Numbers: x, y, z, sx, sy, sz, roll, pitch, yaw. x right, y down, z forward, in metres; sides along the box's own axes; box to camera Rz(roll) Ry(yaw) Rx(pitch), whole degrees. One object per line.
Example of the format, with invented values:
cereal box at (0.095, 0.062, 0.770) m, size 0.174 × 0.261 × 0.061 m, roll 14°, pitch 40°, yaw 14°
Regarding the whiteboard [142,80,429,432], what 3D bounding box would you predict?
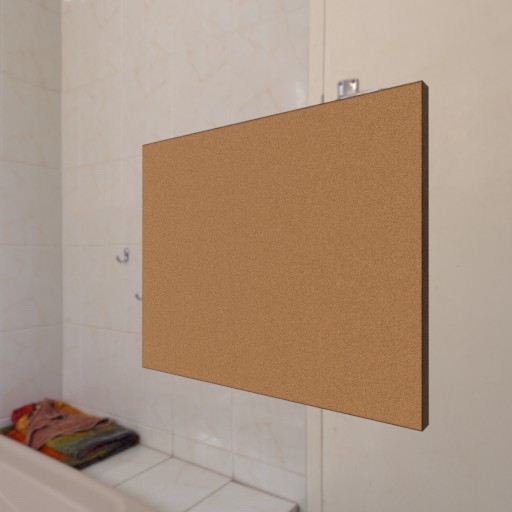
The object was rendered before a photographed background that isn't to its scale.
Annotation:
whiteboard at (0.000, 0.000, 0.755) m, size 0.561 × 0.457 × 0.029 m, roll 0°, pitch 0°, yaw 37°
